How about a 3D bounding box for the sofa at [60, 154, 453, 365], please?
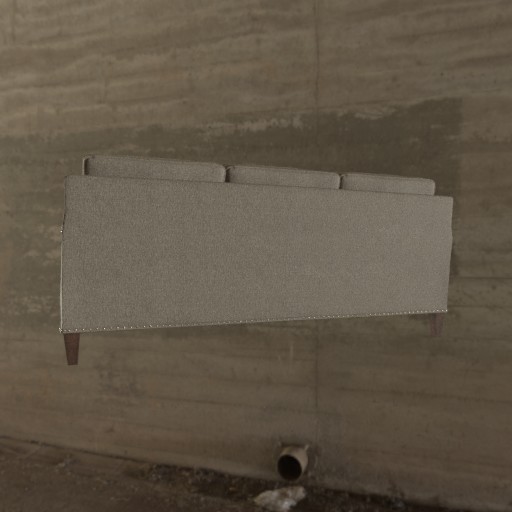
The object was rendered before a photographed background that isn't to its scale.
[{"bbox_3d":[0.000,0.000,2.798,2.246,1.003,1.084,0,0,-20],"label":"sofa"}]
